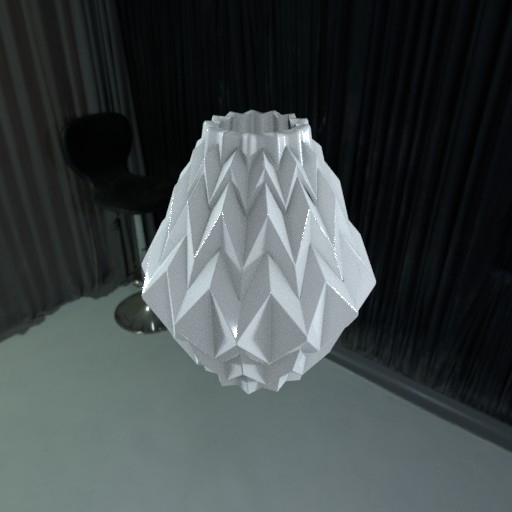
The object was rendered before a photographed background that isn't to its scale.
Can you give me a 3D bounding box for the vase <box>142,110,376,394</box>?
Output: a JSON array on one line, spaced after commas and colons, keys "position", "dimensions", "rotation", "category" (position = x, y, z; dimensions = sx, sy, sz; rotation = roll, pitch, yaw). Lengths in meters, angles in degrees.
[{"position": [0.000, 0.000, 0.310], "dimensions": [0.164, 0.185, 0.164], "rotation": [0, 30, 0], "category": "vase"}]
